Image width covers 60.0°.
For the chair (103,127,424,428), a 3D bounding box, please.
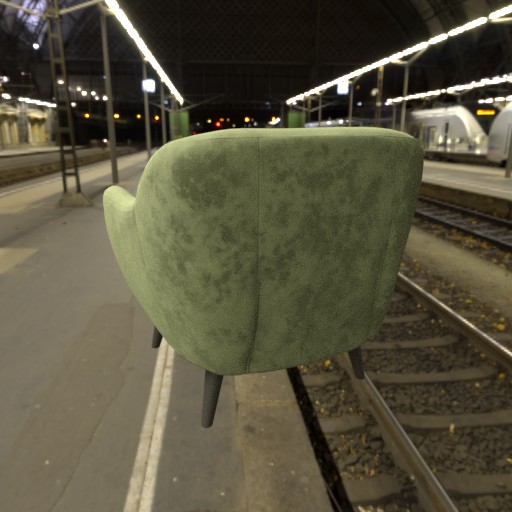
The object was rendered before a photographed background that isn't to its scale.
[{"bbox_3d":[0.000,0.000,1.455,0.840,0.804,0.819,-8,17,-26],"label":"chair"}]
